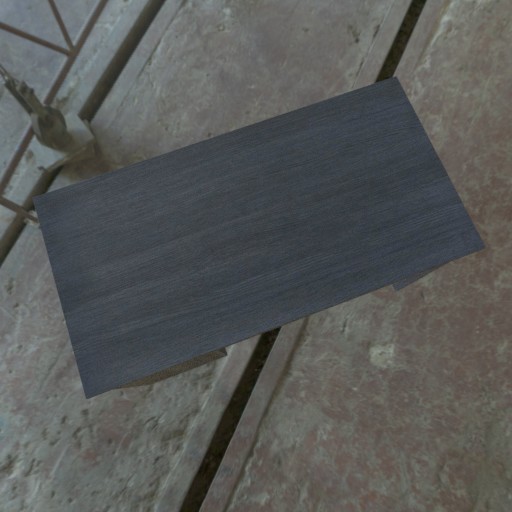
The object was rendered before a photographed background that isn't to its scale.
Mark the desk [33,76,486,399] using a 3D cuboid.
[{"bbox_3d":[0.000,0.000,1.546,1.096,0.730,0.560,-20,76,-5],"label":"desk"}]
